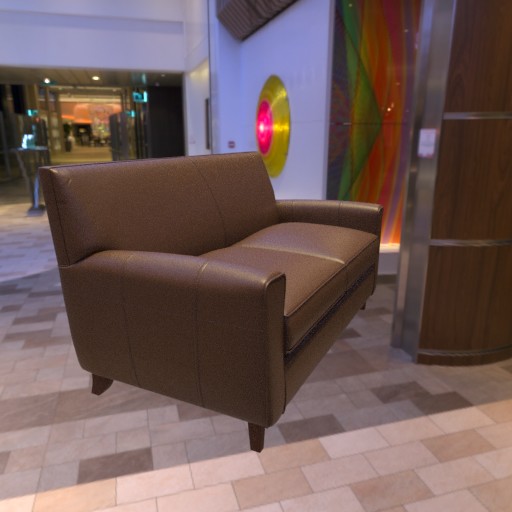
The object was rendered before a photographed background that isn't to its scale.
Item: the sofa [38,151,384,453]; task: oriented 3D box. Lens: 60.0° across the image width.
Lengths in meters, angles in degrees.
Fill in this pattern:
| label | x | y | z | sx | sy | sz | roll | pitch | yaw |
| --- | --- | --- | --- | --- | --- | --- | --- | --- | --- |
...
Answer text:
| label | x | y | z | sx | sy | sz | roll | pitch | yaw |
| --- | --- | --- | --- | --- | --- | --- | --- | --- | --- |
| sofa | 0.000 | 0.000 | 1.989 | 0.853 | 0.859 | 1.468 | 8 | 17 | 26 |
